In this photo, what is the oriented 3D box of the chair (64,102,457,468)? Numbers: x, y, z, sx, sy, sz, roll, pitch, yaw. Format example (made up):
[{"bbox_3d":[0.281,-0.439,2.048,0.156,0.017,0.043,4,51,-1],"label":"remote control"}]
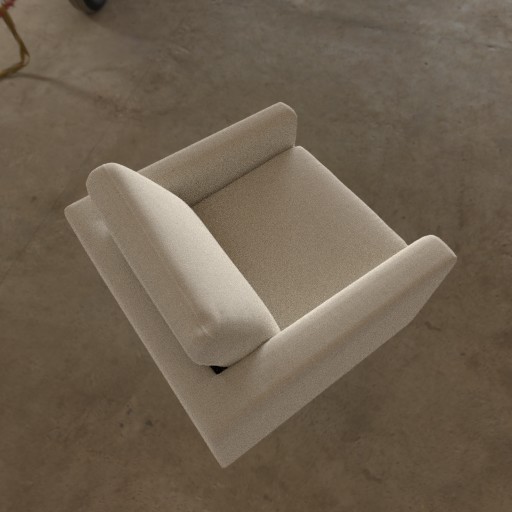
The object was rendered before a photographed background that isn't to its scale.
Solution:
[{"bbox_3d":[0.000,0.000,1.813,1.100,0.876,1.070,-32,63,-18],"label":"chair"}]
